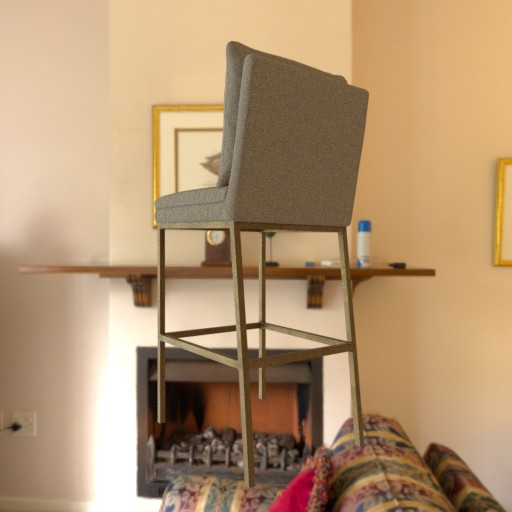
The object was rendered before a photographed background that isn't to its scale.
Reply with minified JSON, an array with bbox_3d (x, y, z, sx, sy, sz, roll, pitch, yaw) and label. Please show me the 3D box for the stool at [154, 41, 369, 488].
[{"bbox_3d":[0.000,0.000,1.418,0.463,1.132,0.569,0,1,-35],"label":"stool"}]
